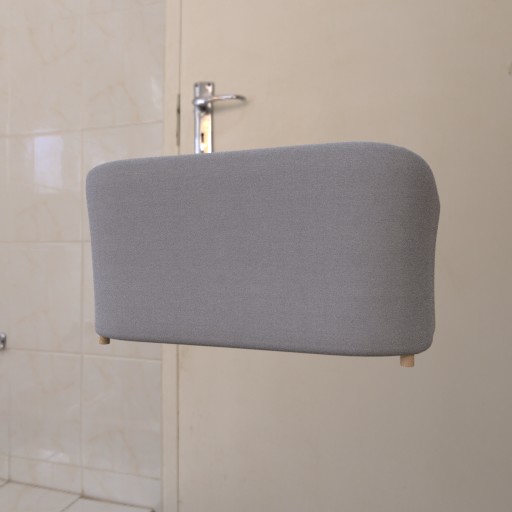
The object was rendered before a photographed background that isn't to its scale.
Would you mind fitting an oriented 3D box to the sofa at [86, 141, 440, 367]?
[{"bbox_3d":[0.000,0.000,1.827,1.452,0.721,0.705,0,0,18],"label":"sofa"}]
